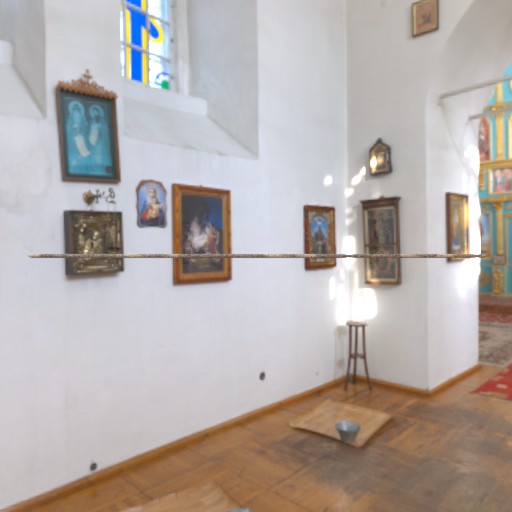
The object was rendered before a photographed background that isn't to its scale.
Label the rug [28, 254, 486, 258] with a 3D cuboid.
[{"bbox_3d":[0.000,0.000,4.071,3.000,0.026,2.399,0,0,-1],"label":"rug"}]
